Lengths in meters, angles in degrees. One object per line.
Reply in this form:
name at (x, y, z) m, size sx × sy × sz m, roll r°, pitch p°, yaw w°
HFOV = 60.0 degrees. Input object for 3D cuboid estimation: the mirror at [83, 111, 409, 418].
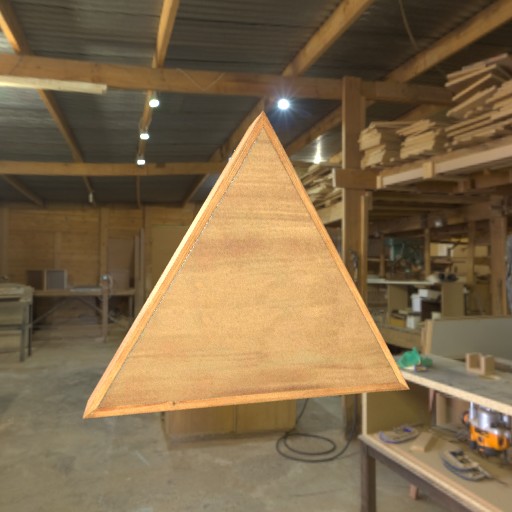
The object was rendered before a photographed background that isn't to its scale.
mirror at (0.000, 0.000, 0.880) m, size 0.631 × 0.548 × 0.100 m, roll 0°, pitch -1°, yaw -16°
